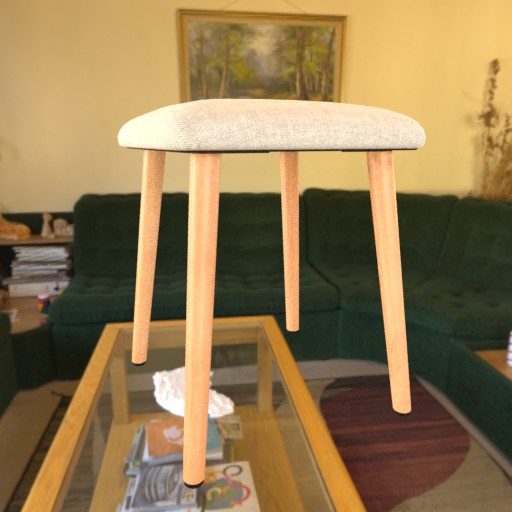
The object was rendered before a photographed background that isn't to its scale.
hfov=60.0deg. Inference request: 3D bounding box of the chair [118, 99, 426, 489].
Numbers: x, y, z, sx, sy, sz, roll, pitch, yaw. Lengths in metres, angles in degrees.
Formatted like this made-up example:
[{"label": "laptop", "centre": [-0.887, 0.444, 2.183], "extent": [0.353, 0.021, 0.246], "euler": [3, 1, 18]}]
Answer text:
[{"label": "chair", "centre": [0.000, 0.000, 0.675], "extent": [0.350, 0.440, 0.350], "euler": [-7, 16, -25]}]
